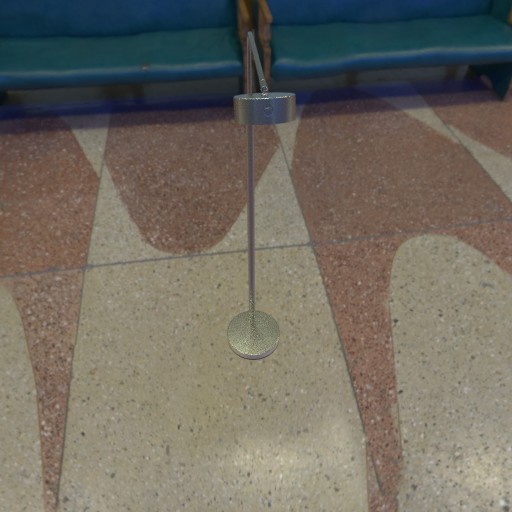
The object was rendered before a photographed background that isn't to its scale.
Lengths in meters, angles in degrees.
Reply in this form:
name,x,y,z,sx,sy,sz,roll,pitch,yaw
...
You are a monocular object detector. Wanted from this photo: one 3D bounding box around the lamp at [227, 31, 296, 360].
name,x,y,z,sx,sy,sz,roll,pitch,yaw
lamp,0.000,0.000,1.377,0.222,1.250,0.421,-5,48,-4
